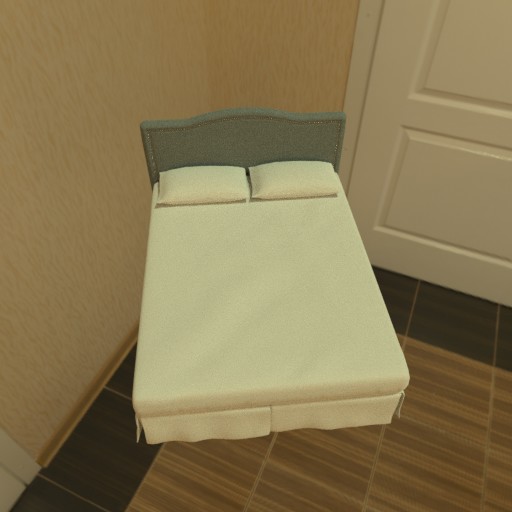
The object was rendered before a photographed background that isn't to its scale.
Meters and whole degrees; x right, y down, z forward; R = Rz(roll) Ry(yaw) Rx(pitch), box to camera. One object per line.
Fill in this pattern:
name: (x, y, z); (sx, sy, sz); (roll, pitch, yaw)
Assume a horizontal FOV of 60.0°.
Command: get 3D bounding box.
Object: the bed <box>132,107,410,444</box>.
bed: (0.000, 0.000, 3.975); (2.161, 1.457, 2.689); (-4, 47, -4)
